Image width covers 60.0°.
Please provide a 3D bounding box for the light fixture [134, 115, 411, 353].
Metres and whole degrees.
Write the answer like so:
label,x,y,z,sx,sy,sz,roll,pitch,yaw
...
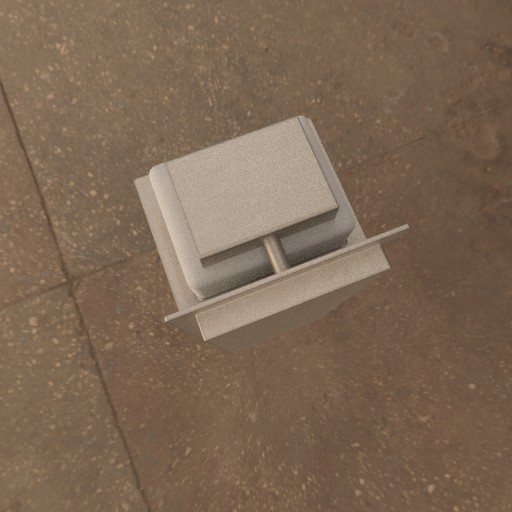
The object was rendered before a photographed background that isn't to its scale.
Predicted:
label,x,y,z,sx,sy,sz,roll,pitch,yaw
light fixture,0.000,0.000,0.476,0.168,0.380,0.160,-21,77,-5
